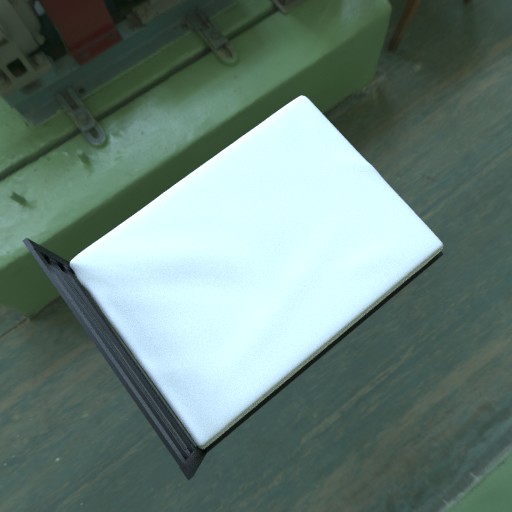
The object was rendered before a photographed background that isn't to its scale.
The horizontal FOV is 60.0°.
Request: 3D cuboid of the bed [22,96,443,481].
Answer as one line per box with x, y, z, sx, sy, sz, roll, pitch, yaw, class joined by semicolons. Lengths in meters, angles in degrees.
0.000;0.000;2.886;2.062;0.967;1.524;-38;79;-9;bed
